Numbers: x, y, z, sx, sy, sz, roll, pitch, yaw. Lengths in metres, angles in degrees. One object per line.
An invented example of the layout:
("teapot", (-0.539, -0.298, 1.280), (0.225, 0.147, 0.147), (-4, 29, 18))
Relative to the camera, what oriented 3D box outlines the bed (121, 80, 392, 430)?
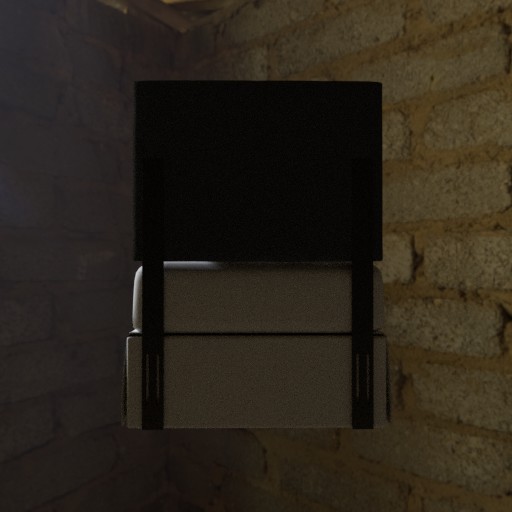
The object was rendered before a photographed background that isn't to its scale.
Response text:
("bed", (0.000, 0.000, 2.967), (1.261, 1.571, 1.997), (0, 0, -1))
